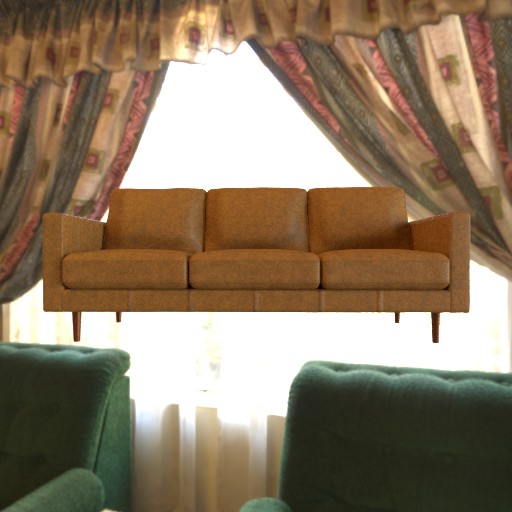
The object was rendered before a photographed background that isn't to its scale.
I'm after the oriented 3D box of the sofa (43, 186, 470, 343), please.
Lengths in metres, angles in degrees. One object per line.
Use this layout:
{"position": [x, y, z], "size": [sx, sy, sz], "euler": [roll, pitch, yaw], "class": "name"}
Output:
{"position": [0.000, 0.000, 2.719], "size": [2.231, 0.930, 0.903], "euler": [0, 0, 1], "class": "sofa"}
